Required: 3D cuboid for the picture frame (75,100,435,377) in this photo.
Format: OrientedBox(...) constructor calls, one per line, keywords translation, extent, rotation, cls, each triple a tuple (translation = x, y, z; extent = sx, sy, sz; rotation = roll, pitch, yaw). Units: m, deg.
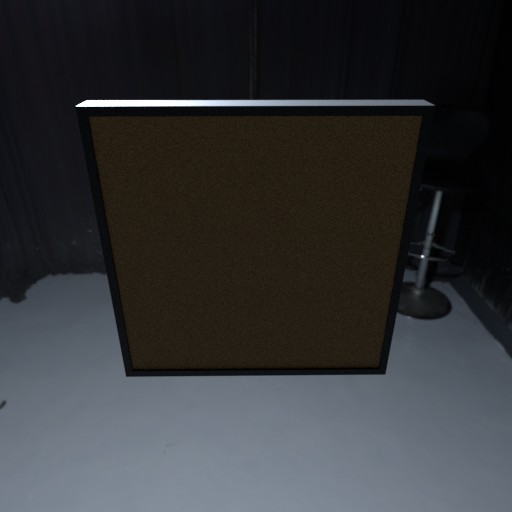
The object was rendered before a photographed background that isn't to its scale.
OrientedBox(translation=(0.000, 0.000, 0.479), extent=(0.317, 0.317, 0.030), rotation=(0, 29, -1), cls="picture frame")
